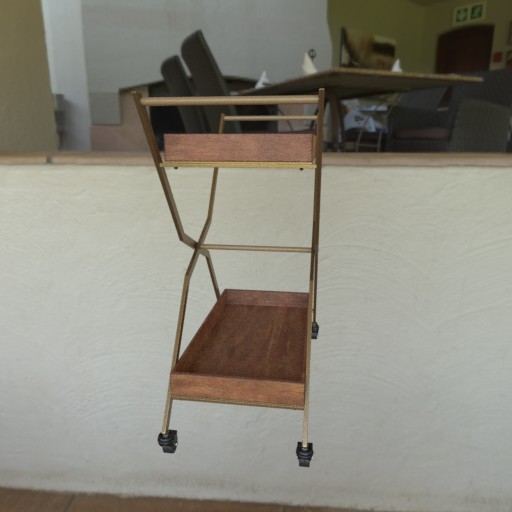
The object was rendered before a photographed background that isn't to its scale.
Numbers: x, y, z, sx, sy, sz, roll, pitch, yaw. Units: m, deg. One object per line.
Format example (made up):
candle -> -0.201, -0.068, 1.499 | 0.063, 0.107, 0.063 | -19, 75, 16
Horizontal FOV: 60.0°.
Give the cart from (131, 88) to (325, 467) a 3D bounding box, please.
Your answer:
cart -> 0.000, 0.000, 1.353 | 0.405, 0.869, 0.836 | 2, 15, 8
